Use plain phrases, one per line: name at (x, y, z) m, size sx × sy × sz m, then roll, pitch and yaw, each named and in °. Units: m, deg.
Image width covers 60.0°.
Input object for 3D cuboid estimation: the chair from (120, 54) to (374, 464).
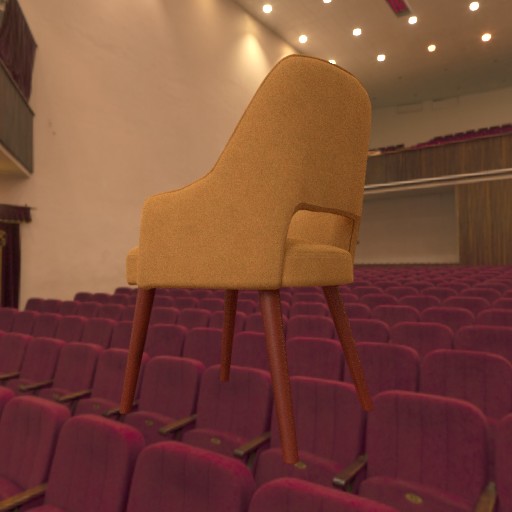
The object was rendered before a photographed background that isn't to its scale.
chair at (0.000, 0.000, 1.214) m, size 0.605 × 0.849 × 0.548 m, roll -1°, pitch -2°, yaw 36°
